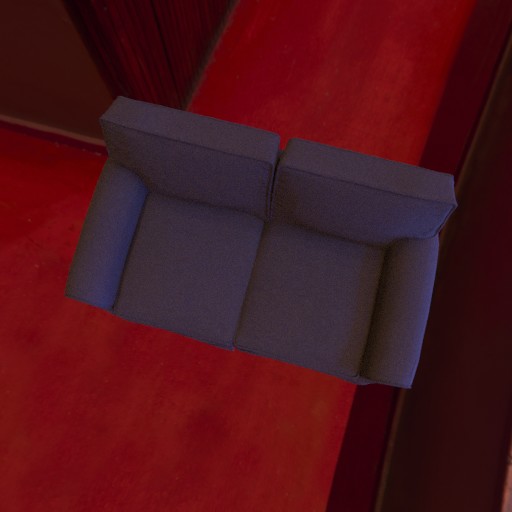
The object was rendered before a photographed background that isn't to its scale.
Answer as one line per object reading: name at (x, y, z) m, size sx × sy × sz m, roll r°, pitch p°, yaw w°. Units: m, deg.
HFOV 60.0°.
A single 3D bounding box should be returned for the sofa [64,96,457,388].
sofa at (0.000, 0.000, 2.359) m, size 1.801 × 1.059 × 0.997 m, roll 14°, pitch 76°, yaw 4°
